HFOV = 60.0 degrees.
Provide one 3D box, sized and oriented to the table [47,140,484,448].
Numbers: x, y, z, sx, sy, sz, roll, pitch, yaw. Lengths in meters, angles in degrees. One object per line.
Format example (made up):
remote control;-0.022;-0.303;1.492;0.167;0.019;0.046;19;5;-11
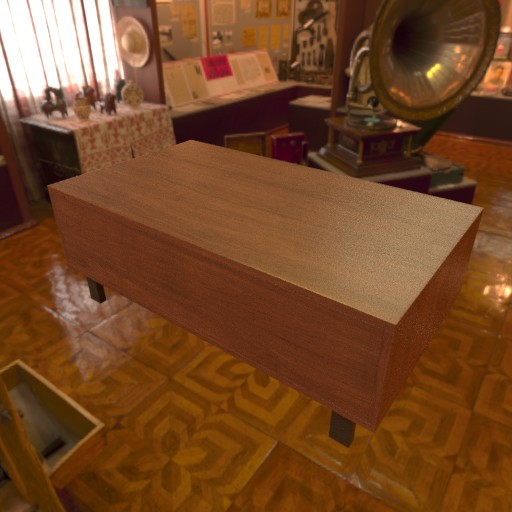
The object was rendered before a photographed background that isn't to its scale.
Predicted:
table;0.000;0.000;1.286;1.020;0.380;0.600;21;36;31
